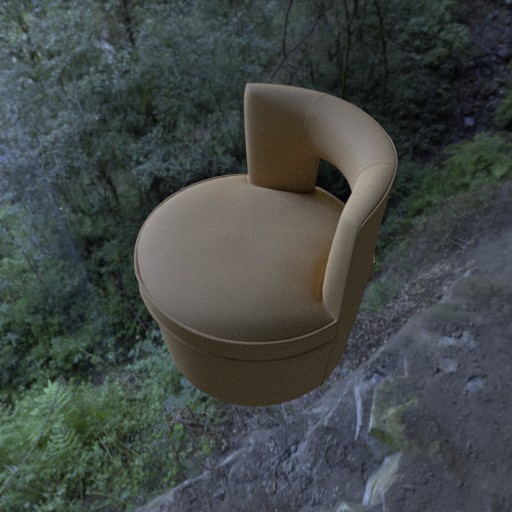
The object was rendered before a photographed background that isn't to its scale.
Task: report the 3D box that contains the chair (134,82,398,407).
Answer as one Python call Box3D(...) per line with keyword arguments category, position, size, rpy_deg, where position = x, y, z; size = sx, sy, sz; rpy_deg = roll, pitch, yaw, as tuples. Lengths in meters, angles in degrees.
Box3D(category="chair", position=(0.000, 0.000, 1.256), size=(0.665, 0.723, 0.650), rpy_deg=(-16, 50, -14))
